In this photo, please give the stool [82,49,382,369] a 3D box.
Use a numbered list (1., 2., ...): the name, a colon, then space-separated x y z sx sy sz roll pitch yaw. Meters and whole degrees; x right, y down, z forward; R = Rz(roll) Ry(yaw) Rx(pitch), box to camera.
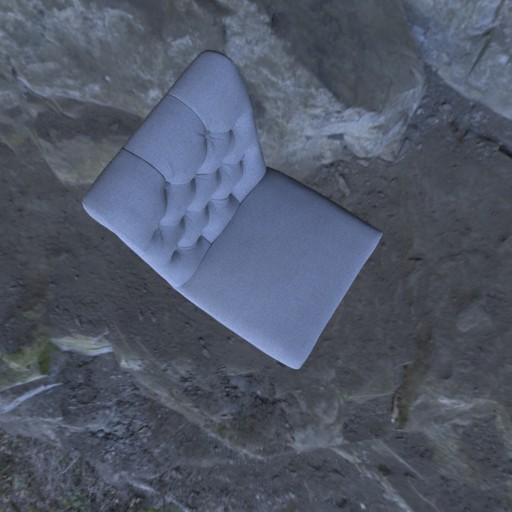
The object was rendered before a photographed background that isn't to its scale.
1. stool: 0.000 0.000 1.449 0.601 1.140 0.493 33 78 8
